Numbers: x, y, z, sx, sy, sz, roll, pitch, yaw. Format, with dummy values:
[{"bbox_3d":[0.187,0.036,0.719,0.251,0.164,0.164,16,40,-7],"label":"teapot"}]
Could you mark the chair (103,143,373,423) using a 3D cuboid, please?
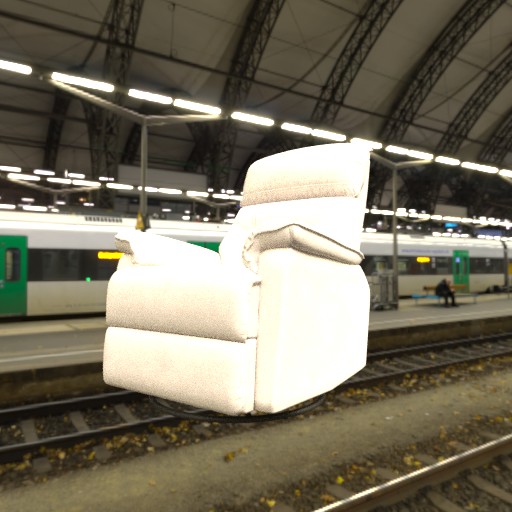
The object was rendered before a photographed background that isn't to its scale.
[{"bbox_3d":[0.000,0.000,1.757,0.820,1.039,1.001,-1,-2,36],"label":"chair"}]
